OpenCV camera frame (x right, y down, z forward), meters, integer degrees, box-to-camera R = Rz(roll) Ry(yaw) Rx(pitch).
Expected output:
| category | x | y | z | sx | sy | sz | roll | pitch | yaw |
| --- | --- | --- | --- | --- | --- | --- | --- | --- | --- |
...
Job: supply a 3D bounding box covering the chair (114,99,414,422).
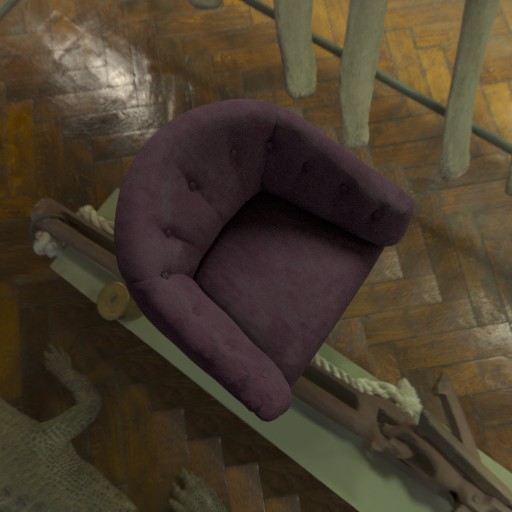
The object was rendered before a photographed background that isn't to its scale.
| category | x | y | z | sx | sy | sz | roll | pitch | yaw |
| --- | --- | --- | --- | --- | --- | --- | --- | --- | --- |
| chair | 0.000 | 0.000 | 1.579 | 0.776 | 0.885 | 0.851 | 35 | 78 | 8 |
